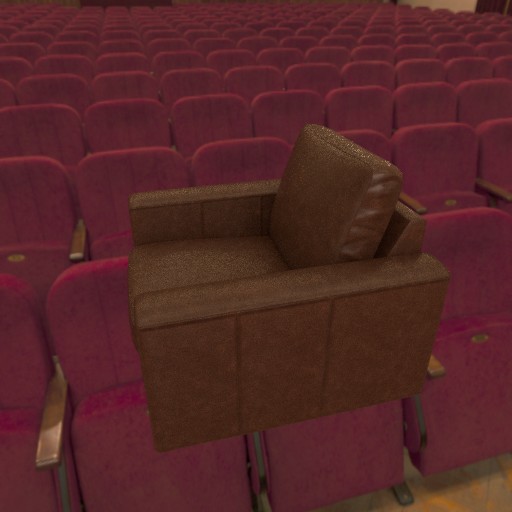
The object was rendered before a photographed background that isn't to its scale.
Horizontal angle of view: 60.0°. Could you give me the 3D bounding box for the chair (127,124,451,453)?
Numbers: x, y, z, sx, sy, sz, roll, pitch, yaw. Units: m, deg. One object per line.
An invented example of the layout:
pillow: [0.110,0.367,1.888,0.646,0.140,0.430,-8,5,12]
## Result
chair: [0.000,0.000,1.757,1.016,0.873,1.005,-8,30,-13]
